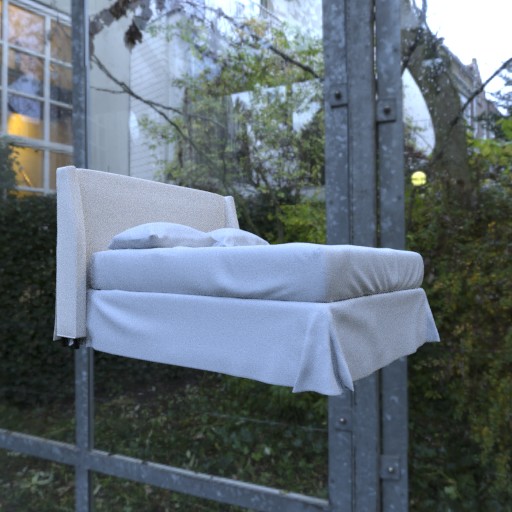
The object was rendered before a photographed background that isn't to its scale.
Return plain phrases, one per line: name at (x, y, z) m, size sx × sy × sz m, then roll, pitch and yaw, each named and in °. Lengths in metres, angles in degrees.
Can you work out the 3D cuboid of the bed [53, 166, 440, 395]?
bed at (0.000, 0.000, 3.341) m, size 2.276 × 1.332 × 1.925 m, roll -1°, pitch -1°, yaw 36°
